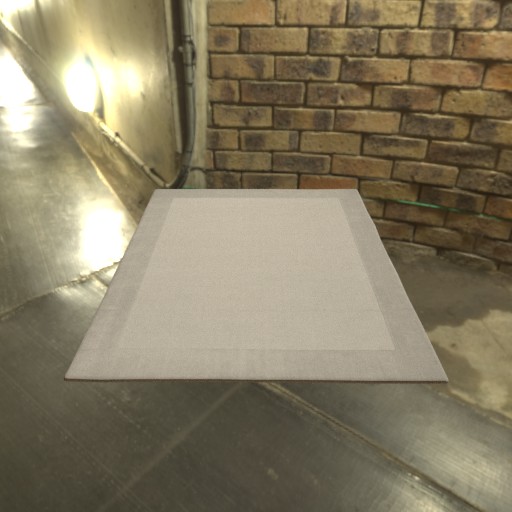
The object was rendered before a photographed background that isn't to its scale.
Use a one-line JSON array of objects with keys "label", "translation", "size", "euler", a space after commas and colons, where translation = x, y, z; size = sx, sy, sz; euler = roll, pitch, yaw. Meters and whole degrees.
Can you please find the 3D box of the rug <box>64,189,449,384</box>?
[{"label": "rug", "translation": [0.000, 0.000, 4.030], "size": [2.430, 0.018, 2.976], "euler": [0, 32, 0]}]
